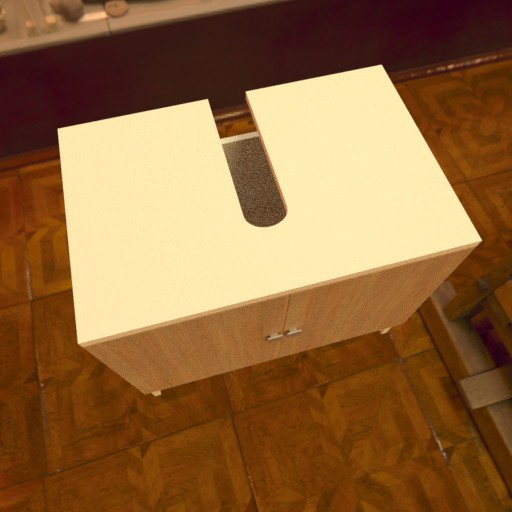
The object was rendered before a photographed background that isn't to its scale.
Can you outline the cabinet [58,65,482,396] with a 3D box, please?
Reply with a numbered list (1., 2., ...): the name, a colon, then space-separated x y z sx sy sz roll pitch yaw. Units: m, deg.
1. cabinet: 0.000 0.000 0.945 0.600 0.522 0.400 -14 64 -7
